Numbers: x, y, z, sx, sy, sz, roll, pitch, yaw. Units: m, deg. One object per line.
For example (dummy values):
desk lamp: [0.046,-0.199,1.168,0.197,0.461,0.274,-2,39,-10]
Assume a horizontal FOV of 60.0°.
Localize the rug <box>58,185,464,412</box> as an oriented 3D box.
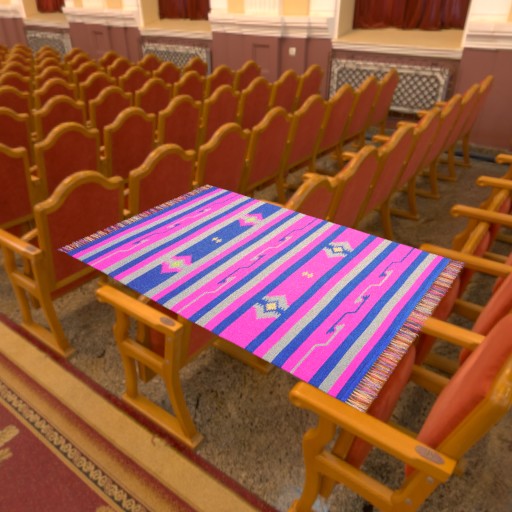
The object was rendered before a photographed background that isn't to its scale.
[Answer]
rug: [0.000,0.000,3.022,2.350,0.013,1.539,21,37,31]
